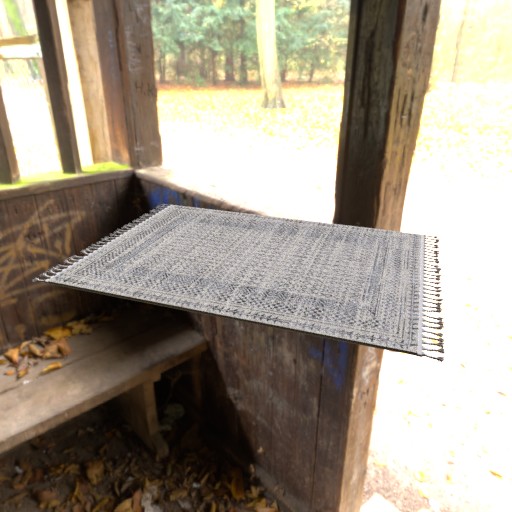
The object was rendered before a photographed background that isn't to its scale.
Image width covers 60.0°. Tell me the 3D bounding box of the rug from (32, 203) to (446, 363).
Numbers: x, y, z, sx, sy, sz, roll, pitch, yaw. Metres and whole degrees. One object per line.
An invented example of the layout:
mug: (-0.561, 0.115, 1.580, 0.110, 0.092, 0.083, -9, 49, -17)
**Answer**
rug: (0.000, 0.000, 2.364, 1.872, 0.013, 1.243, 8, 26, 17)
